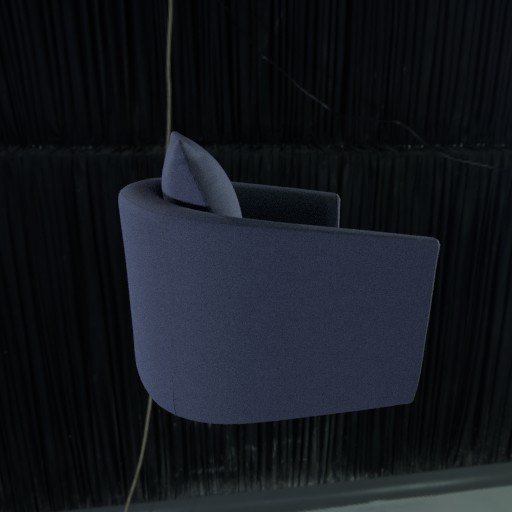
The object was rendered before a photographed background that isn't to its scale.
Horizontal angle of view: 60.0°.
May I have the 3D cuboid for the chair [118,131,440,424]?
[{"bbox_3d":[0.000,0.000,1.592,0.910,0.848,0.845,-3,18,-10],"label":"chair"}]
